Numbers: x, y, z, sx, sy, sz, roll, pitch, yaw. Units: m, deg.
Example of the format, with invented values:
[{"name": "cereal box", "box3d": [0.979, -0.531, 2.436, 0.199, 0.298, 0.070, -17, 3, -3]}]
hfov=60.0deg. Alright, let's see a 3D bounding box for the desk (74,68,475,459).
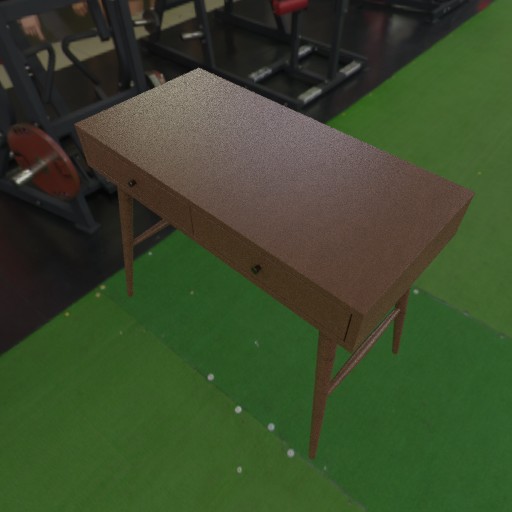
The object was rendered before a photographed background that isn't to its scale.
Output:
[{"name": "desk", "box3d": [0.000, 0.000, 1.410, 0.949, 0.758, 0.510, 34, 56, 27]}]
